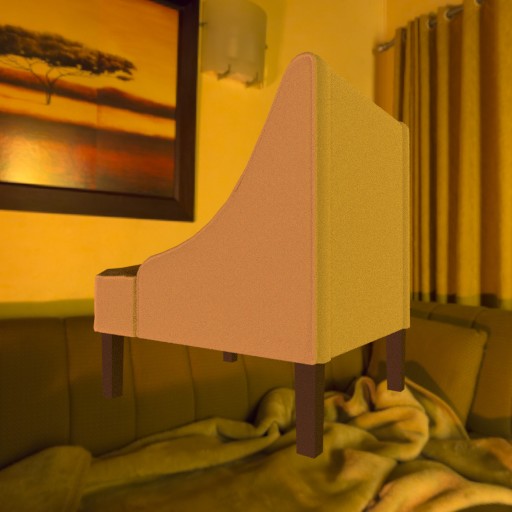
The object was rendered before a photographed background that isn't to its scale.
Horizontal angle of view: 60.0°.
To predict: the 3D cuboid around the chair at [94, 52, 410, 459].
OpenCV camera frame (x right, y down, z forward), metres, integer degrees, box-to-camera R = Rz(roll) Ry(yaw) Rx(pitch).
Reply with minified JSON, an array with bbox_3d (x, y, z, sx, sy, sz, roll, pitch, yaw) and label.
[{"bbox_3d":[0.000,0.000,1.444,0.806,0.886,0.689,0,0,36],"label":"chair"}]
